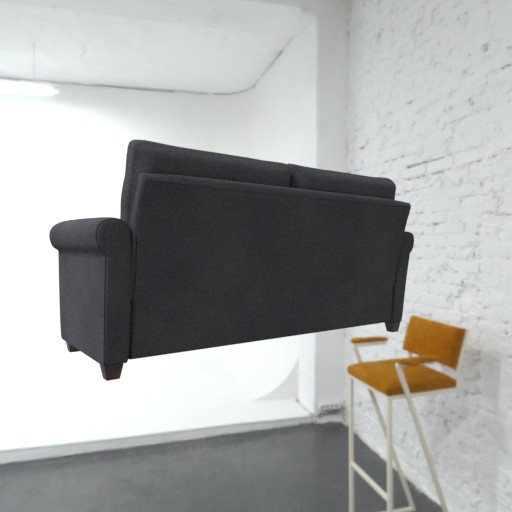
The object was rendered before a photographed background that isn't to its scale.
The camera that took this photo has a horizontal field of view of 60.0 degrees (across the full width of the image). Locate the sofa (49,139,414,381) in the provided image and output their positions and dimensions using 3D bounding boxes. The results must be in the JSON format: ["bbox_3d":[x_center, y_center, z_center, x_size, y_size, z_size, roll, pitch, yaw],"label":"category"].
[{"bbox_3d":[0.000,0.000,2.432,1.935,0.942,0.842,0,1,-36],"label":"sofa"}]
